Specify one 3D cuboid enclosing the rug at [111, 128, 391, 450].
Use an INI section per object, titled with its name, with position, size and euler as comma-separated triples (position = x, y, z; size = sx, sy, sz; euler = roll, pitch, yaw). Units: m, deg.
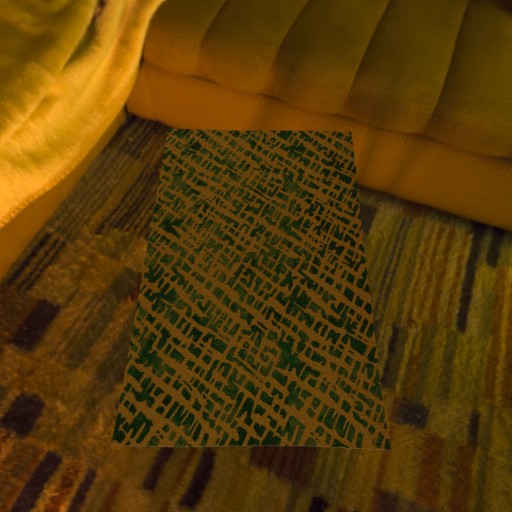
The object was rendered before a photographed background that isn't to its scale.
[rug]
position = 0.000, 0.000, 3.035
size = 1.520, 0.011, 2.447
euler = 1, 59, 1
